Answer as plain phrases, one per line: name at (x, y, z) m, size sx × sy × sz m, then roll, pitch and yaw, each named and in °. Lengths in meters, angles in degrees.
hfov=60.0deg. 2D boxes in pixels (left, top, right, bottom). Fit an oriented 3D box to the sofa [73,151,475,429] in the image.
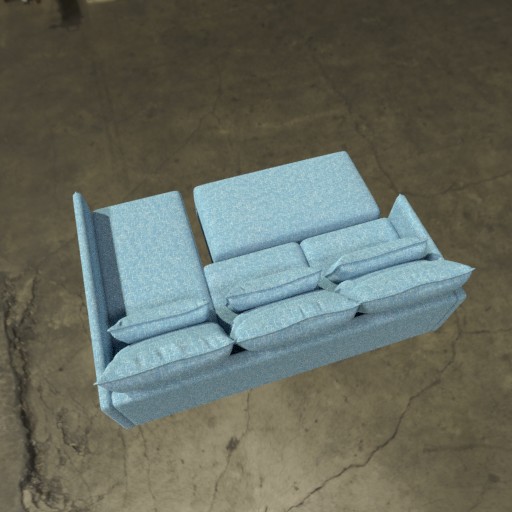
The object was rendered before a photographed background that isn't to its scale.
sofa at (0.000, 0.000, 2.797) m, size 2.034 × 0.899 × 1.420 m, roll -15°, pitch 60°, yaw -9°
